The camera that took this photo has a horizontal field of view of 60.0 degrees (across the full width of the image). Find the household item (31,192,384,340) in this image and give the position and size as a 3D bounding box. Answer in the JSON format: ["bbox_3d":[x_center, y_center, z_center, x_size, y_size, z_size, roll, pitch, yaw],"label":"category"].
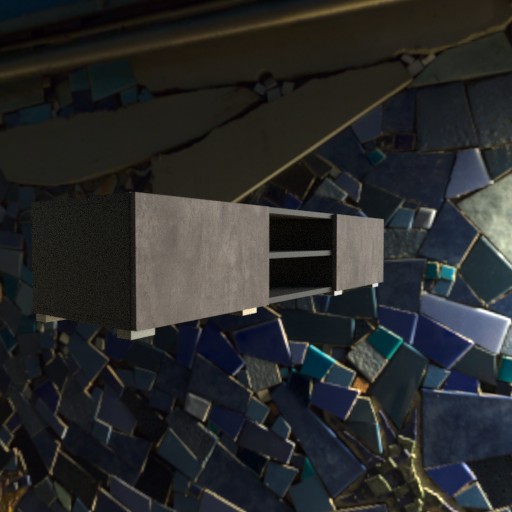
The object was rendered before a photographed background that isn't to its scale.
[{"bbox_3d":[0.000,0.000,1.597,0.420,0.310,1.400,1,2,36],"label":"household item"}]
